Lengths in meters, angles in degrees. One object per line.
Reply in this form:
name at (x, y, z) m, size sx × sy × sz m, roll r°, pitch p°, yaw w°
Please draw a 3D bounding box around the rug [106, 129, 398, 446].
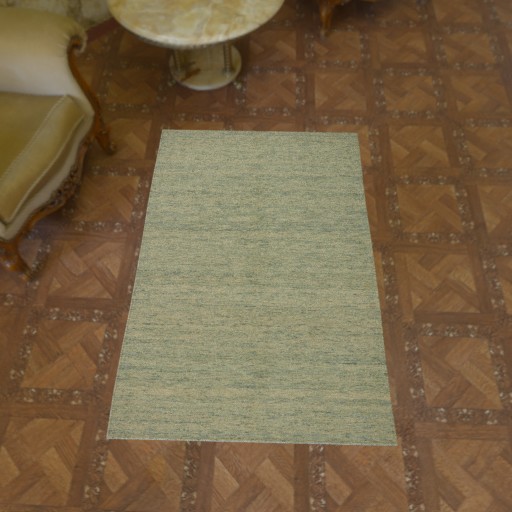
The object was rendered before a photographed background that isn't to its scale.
rug at (0.000, 0.000, 2.919) m, size 1.547 × 0.013 × 2.283 m, roll 1°, pitch 60°, yaw 1°
